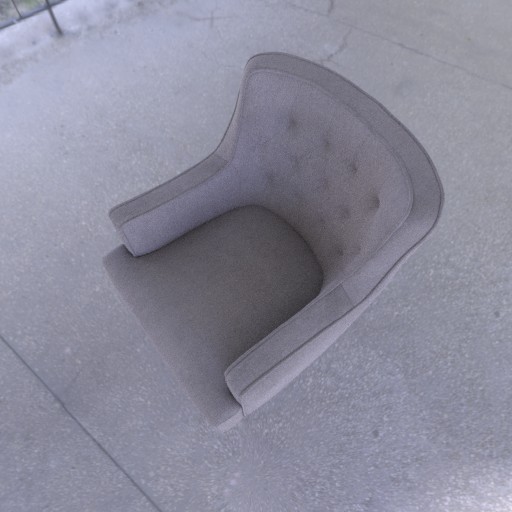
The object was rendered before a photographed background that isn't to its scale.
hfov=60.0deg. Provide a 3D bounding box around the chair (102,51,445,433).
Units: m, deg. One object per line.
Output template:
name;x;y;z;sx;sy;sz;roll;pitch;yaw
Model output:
chair;0.000;0.000;1.554;0.910;0.919;0.781;-35;69;-16
